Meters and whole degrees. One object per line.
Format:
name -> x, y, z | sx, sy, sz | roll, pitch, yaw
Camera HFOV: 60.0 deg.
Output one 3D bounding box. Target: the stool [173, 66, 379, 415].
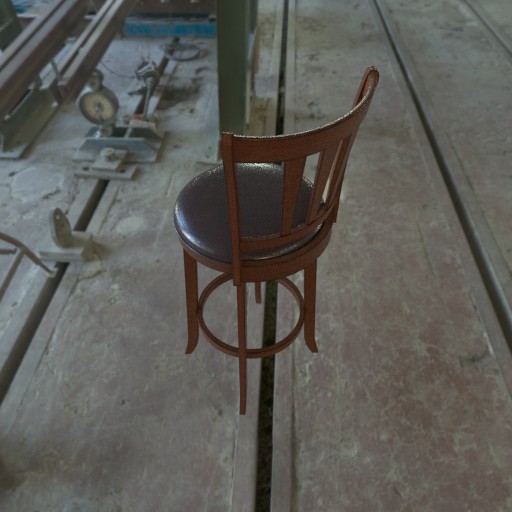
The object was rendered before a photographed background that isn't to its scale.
stool -> 0.000, 0.000, 1.412 | 0.464, 1.177, 0.503 | -33, 54, -28
